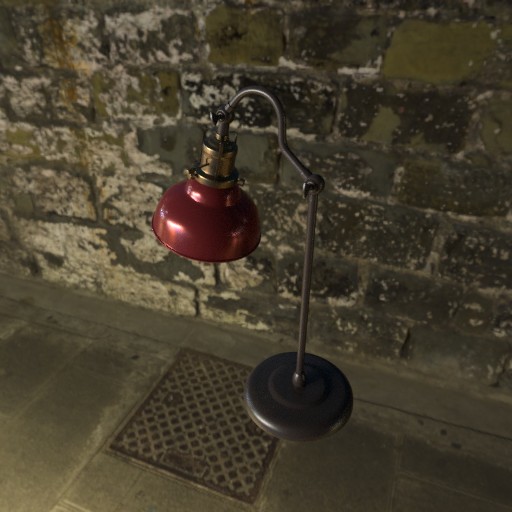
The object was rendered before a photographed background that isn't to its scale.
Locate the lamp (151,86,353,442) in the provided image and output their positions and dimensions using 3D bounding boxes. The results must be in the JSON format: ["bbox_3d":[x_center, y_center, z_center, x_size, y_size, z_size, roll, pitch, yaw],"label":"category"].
[{"bbox_3d":[0.000,0.000,0.699,0.374,0.508,0.192,20,36,30],"label":"lamp"}]
